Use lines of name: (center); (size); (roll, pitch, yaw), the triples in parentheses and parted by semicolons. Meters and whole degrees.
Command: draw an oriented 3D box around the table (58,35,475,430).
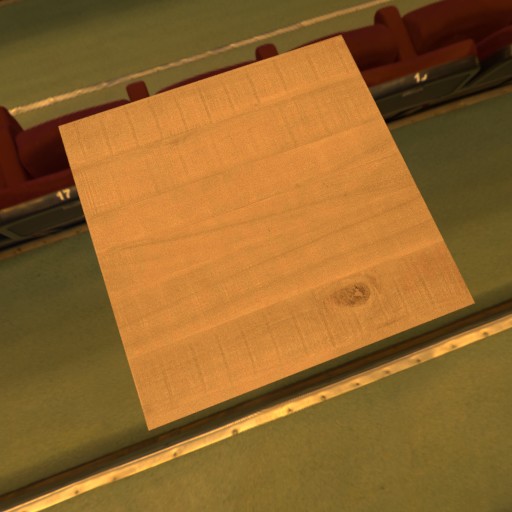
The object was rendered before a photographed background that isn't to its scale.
table: (0.000, 0.000, 0.980); (0.507, 0.589, 0.503); (-20, 77, -5)
